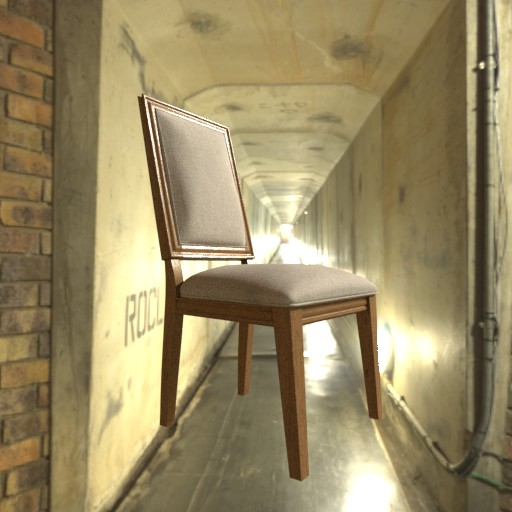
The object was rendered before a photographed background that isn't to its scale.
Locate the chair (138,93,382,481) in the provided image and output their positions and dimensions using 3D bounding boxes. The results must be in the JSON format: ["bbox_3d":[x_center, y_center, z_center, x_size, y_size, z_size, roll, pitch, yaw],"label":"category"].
[{"bbox_3d":[0.000,0.000,1.344,0.601,0.988,0.536,-1,-1,36],"label":"chair"}]
